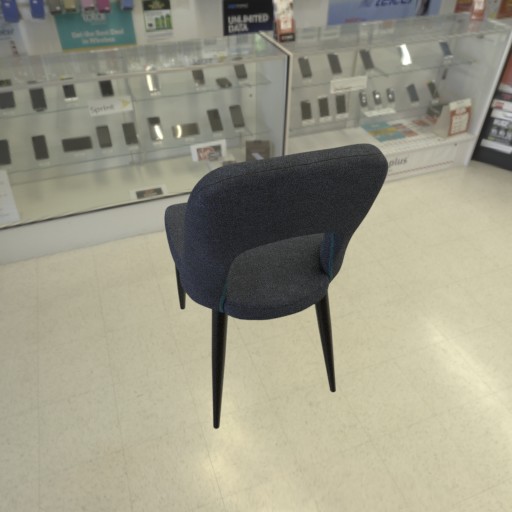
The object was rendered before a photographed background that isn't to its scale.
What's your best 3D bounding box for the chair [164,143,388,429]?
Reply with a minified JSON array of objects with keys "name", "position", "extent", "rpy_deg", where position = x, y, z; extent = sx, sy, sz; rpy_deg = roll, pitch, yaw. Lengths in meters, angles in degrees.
[{"name":"chair","position":[0.000,0.000,1.295],"extent":[0.470,0.931,0.612],"rpy_deg":[-12,42,-14]}]
